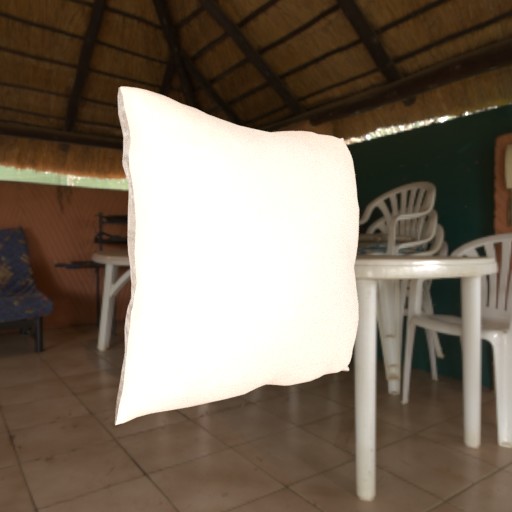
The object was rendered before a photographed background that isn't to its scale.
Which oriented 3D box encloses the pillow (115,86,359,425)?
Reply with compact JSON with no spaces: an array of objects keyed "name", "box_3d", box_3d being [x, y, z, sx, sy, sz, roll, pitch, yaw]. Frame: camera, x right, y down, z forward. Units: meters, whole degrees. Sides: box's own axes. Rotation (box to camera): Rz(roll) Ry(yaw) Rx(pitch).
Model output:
[{"name":"pillow","box_3d":[0.000,0.000,0.707,0.450,0.448,0.245,-1,2,-36]}]
